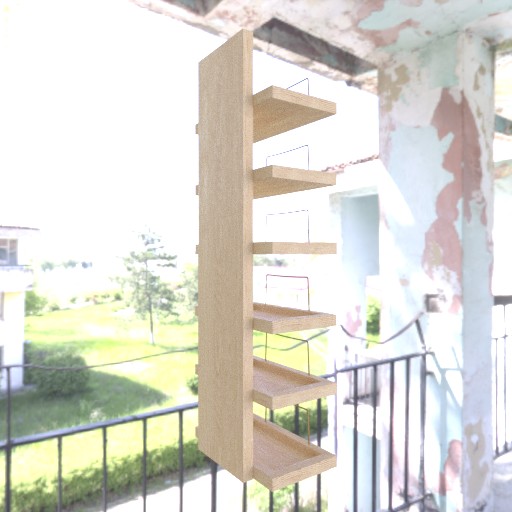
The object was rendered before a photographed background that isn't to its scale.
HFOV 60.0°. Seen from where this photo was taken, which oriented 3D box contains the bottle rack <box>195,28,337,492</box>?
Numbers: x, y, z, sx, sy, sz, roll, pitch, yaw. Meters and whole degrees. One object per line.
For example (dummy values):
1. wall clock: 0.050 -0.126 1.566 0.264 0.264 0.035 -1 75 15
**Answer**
1. bottle rack: 0.000 0.000 1.060 0.206 0.943 0.330 0 0 -35
